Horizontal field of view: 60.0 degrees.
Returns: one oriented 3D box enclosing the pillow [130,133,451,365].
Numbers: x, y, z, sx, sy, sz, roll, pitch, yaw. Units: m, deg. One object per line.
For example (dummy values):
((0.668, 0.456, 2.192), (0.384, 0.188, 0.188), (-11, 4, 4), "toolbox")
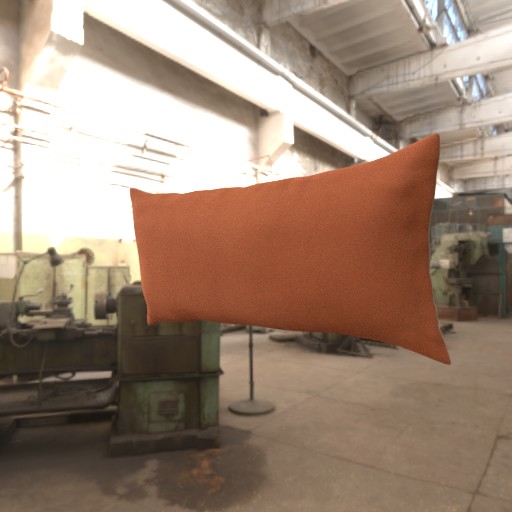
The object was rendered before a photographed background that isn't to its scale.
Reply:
((0.000, 0.000, 0.747), (0.608, 0.292, 0.156), (-1, -2, 37), "pillow")
